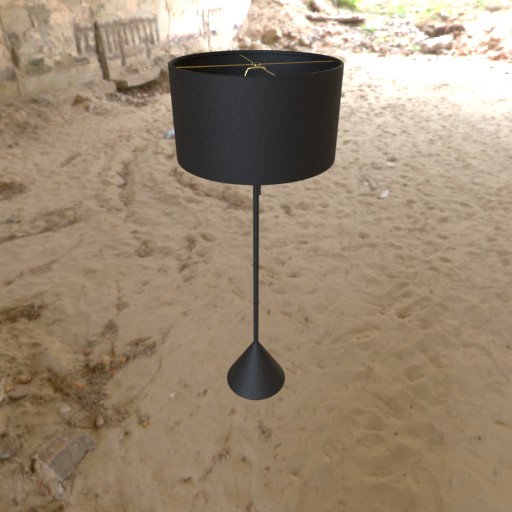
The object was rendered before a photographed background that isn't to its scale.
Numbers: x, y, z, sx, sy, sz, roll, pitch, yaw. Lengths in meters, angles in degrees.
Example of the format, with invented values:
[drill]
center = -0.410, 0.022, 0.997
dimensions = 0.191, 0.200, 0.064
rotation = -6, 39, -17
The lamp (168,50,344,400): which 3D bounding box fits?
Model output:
[lamp]
center = 0.000, 0.000, 1.875
dimensions = 0.580, 1.526, 0.580
rotation = -8, 32, -12
